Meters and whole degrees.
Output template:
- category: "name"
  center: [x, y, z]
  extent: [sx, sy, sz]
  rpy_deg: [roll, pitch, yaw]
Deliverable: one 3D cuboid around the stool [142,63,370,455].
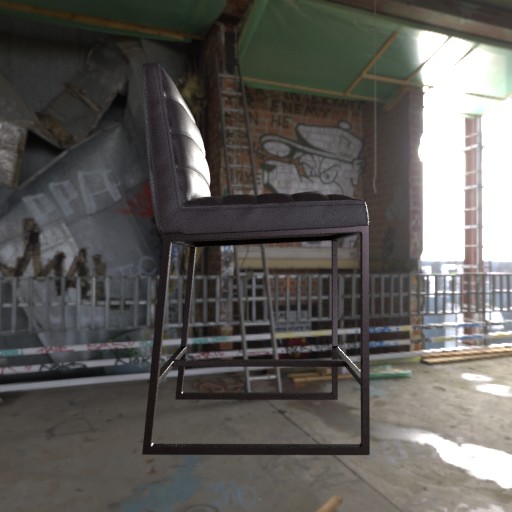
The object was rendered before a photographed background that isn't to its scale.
- category: "stool"
  center: [0.000, 0.000, 1.271]
  extent: [0.562, 0.946, 0.463]
  rpy_deg: [0, -1, 0]
